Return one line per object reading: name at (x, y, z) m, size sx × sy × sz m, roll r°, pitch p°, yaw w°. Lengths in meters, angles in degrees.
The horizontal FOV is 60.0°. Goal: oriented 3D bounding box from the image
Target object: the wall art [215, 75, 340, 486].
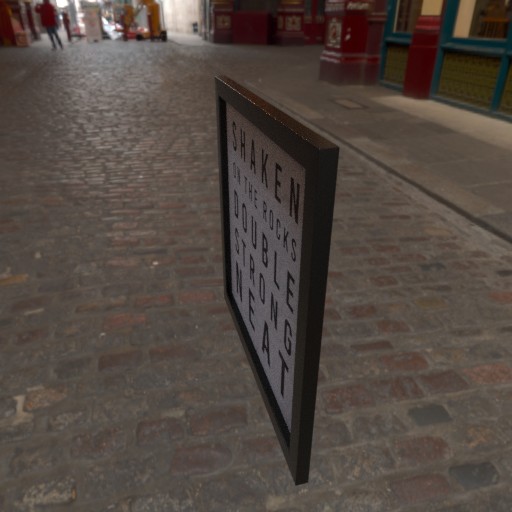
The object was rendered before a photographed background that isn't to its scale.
wall art at (0.000, 0.000, 0.516) m, size 0.014 × 0.349 × 0.349 m, roll -8°, pitch 30°, yaw -14°
